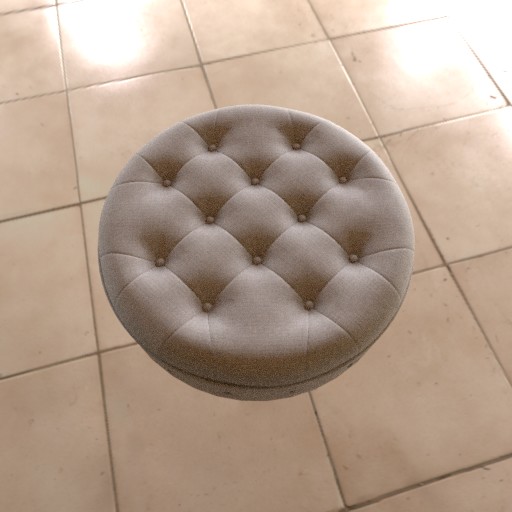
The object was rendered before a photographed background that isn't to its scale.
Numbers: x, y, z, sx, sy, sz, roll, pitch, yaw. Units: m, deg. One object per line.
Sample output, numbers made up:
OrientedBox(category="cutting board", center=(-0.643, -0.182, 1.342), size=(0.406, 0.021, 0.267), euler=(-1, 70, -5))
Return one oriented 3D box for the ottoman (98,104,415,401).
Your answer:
OrientedBox(category="ottoman", center=(0.000, 0.000, 1.349), size=(0.849, 0.478, 0.849), euler=(0, 63, 0))
